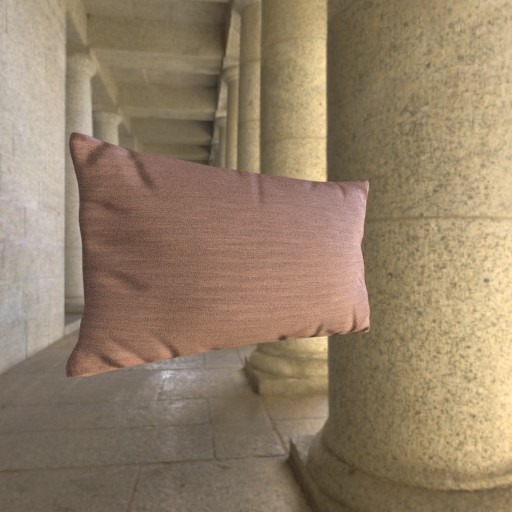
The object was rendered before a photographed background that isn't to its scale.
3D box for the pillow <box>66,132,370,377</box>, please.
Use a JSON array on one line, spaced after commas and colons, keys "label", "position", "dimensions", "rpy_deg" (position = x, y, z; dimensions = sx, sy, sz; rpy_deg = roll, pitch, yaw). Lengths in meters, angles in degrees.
[{"label": "pillow", "position": [0.000, 0.000, 0.788], "dimensions": [0.633, 0.338, 0.210], "rpy_deg": [0, 0, -37]}]
